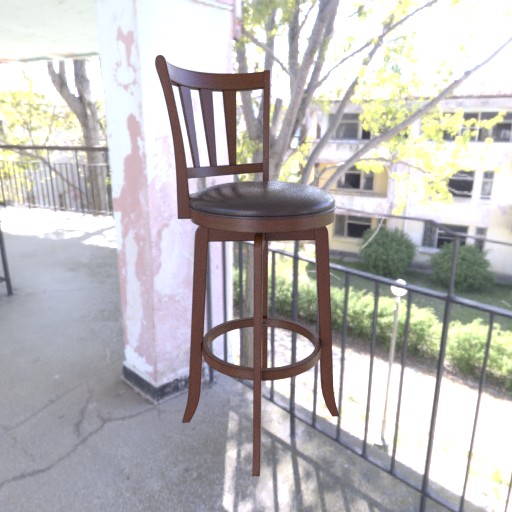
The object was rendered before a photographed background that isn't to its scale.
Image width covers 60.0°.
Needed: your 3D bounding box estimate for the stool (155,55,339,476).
[{"bbox_3d":[0.000,0.000,1.425,0.464,1.177,0.503,-15,22,-43],"label":"stool"}]
